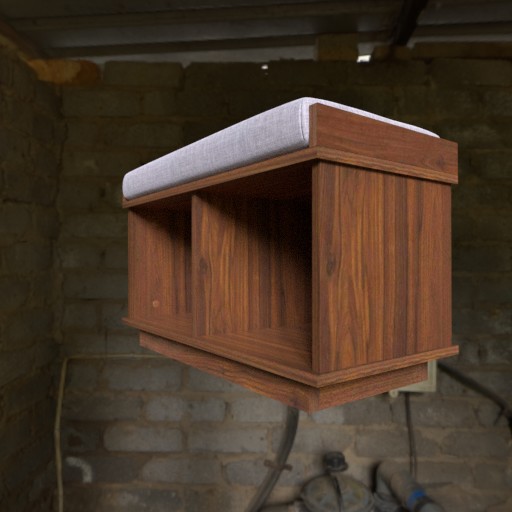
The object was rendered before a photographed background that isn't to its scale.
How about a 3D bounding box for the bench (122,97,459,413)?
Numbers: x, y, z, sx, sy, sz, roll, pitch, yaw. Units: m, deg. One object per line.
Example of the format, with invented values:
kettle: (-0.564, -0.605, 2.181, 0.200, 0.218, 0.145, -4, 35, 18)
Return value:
bench: (0.000, 0.000, 0.984, 0.362, 0.461, 0.734, 0, -1, -36)
